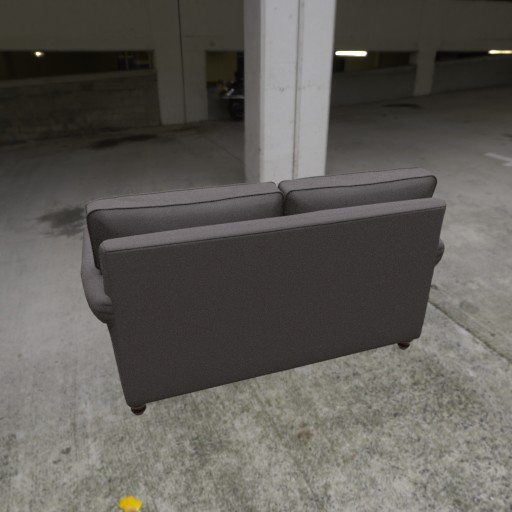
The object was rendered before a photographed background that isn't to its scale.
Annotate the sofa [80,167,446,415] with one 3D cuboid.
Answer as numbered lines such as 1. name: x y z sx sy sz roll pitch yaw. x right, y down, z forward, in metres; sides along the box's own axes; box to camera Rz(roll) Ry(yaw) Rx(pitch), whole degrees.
1. sofa: 0.000 0.000 2.279 1.665 0.937 0.964 -9 27 -18
